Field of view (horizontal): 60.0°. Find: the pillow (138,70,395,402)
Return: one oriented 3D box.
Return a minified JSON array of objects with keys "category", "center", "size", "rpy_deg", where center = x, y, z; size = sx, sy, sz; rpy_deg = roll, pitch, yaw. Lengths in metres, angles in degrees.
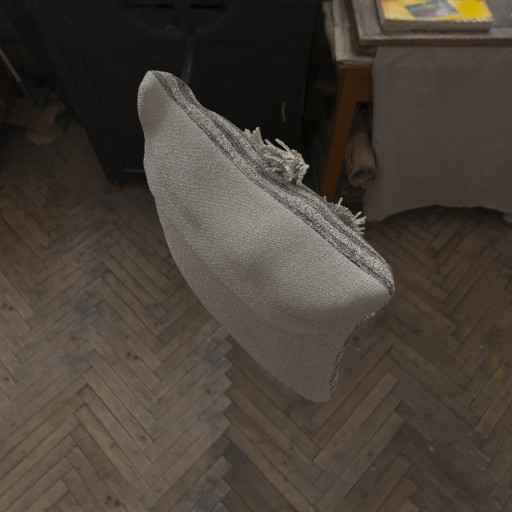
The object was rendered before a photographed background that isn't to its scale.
[{"category":"pillow","center":[0.000,0.000,0.774],"size":[0.234,0.490,0.484],"rpy_deg":[-35,66,-19]}]
